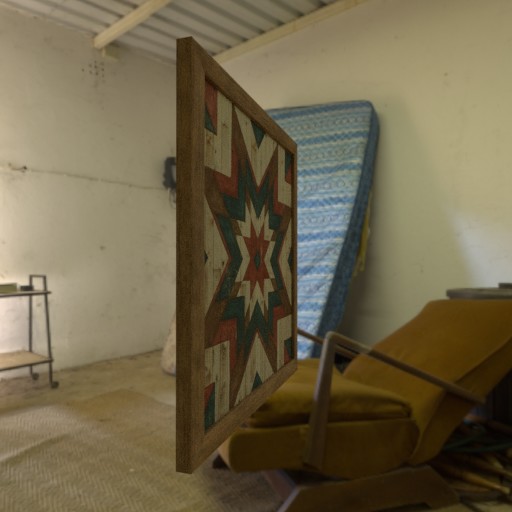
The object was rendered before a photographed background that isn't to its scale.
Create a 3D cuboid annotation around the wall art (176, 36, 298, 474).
[{"bbox_3d":[0.000,0.000,1.030,0.029,0.691,0.695,0,0,19],"label":"wall art"}]
